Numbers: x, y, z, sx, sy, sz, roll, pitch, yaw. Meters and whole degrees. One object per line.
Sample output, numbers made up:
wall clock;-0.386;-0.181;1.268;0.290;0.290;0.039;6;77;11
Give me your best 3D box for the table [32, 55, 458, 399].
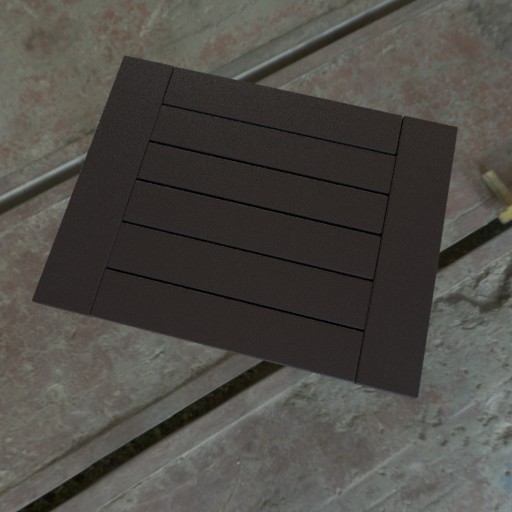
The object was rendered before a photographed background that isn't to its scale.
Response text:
table;0.000;0.000;1.013;0.602;0.605;0.460;13;76;3
